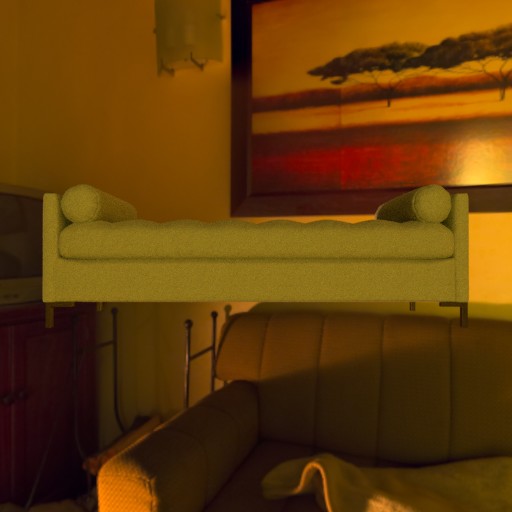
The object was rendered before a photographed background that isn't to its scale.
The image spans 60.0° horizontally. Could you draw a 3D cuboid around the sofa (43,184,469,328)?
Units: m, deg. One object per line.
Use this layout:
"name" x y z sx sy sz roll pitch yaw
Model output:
"sofa" 0.000 0.000 2.526 2.102 0.705 0.796 0 0 0
